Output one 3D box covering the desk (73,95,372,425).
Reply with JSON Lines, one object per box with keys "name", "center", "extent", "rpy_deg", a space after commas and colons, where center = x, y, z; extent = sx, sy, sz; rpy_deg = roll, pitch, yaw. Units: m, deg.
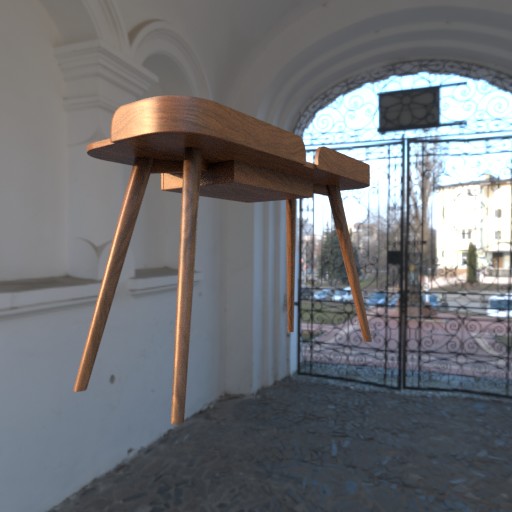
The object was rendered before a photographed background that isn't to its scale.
{"name": "desk", "center": [0.000, 0.000, 1.689], "extent": [0.486, 0.800, 1.256], "rpy_deg": [0, 1, 36]}
